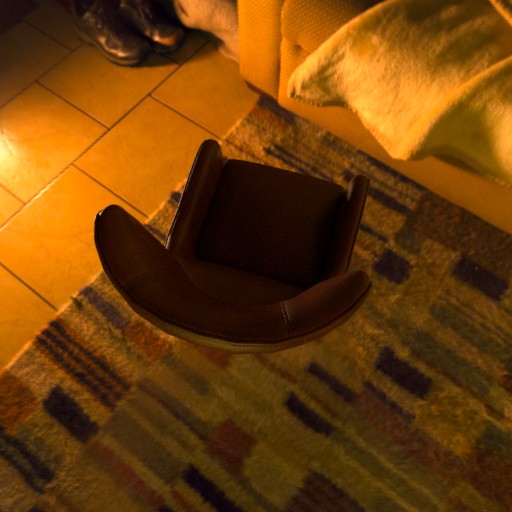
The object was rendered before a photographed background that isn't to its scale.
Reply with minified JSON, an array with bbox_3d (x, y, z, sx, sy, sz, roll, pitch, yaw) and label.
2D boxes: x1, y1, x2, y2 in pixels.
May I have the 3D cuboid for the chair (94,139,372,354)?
[{"bbox_3d":[0.000,0.000,1.607,0.692,1.048,0.914,15,66,7],"label":"chair"}]
